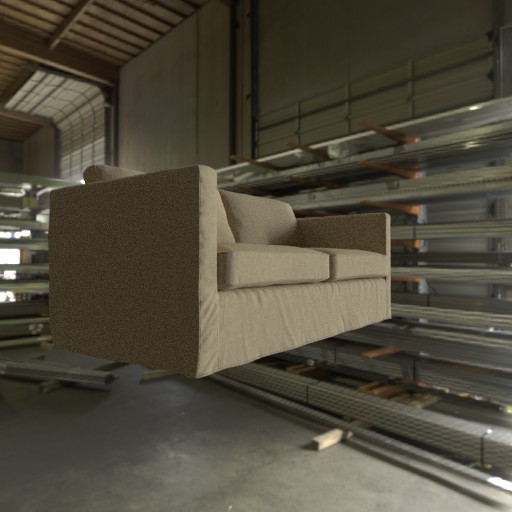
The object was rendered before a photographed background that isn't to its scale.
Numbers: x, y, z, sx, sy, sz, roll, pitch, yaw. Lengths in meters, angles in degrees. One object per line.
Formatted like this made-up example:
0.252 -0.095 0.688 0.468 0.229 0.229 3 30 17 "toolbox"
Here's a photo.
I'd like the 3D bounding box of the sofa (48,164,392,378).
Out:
0.000 0.000 2.509 0.962 0.835 1.959 -1 -1 36 "sofa"
